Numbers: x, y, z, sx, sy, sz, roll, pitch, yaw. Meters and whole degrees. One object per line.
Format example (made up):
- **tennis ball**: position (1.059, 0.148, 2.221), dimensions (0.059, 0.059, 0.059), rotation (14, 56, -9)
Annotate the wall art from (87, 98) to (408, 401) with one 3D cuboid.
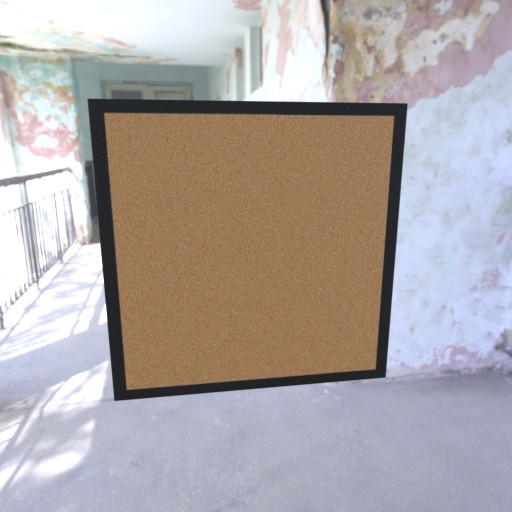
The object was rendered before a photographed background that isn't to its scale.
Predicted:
- **wall art**: position (0.000, 0.000, 0.994), dimensions (0.663, 0.659, 0.016), rotation (-2, 15, -9)
